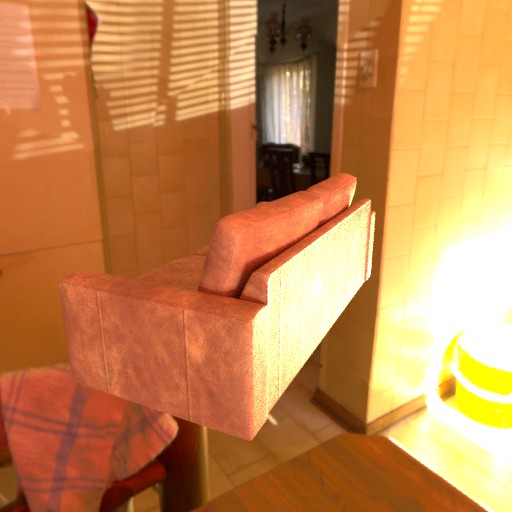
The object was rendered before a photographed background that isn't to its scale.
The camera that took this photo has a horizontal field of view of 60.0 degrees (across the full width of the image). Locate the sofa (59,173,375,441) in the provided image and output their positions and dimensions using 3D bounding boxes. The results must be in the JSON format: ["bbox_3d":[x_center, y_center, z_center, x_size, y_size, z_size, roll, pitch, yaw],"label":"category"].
[{"bbox_3d":[0.000,0.000,2.766,1.016,0.873,2.179,8,19,25],"label":"sofa"}]
